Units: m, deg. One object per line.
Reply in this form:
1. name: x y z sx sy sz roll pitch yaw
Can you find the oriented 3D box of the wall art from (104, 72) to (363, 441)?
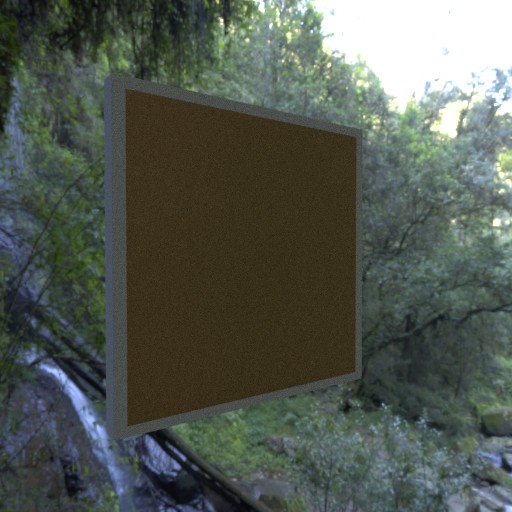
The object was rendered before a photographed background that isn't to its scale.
1. wall art: 0.000 0.000 0.466 0.307 0.307 0.020 -1 1 -35
